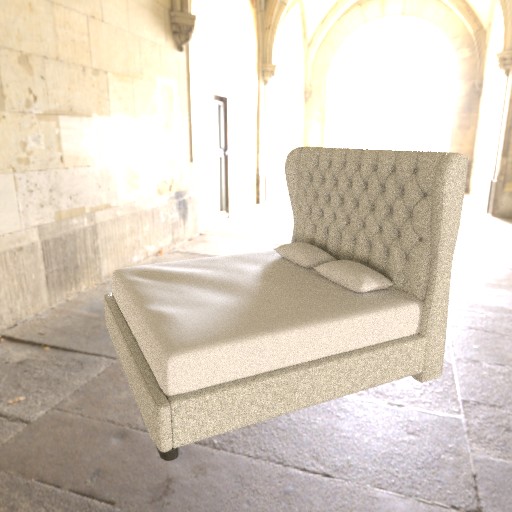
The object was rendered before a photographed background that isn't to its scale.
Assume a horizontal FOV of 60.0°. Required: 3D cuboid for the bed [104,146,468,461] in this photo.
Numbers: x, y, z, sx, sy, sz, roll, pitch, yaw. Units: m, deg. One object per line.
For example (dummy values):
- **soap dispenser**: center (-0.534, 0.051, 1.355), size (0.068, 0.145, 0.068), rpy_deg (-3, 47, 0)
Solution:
- **bed**: center (0.000, 0.000, 3.801), size (2.347, 1.771, 2.219), rpy_deg (-7, 17, -25)
